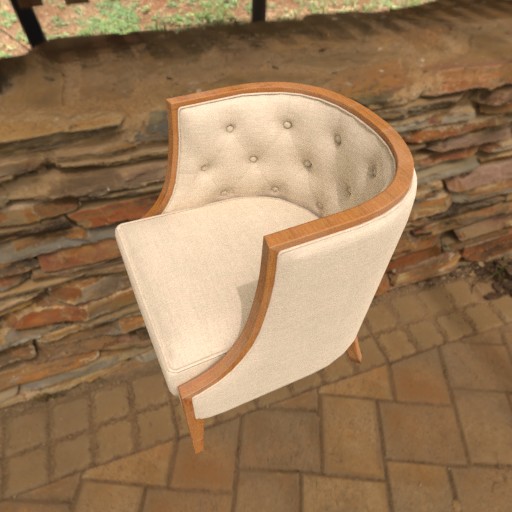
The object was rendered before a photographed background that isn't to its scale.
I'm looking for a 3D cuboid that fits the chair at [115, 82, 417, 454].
[{"bbox_3d":[0.000,0.000,1.375,0.757,0.775,0.711,-18,48,-17],"label":"chair"}]
